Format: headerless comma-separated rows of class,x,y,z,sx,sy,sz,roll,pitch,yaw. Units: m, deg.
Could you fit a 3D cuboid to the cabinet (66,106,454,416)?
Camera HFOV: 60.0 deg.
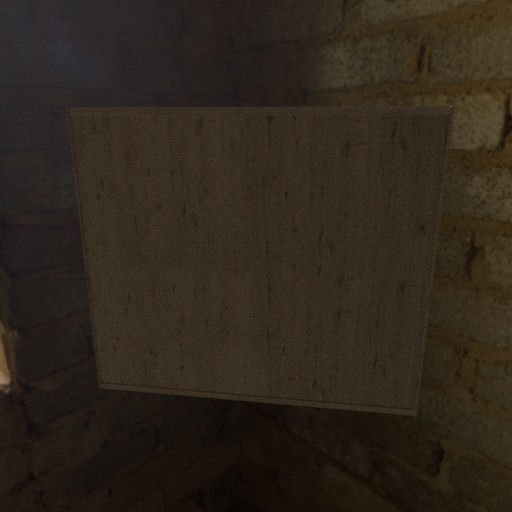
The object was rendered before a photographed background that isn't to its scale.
cabinet,0.000,0.000,3.455,2.500,2.180,0.660,2,17,8
